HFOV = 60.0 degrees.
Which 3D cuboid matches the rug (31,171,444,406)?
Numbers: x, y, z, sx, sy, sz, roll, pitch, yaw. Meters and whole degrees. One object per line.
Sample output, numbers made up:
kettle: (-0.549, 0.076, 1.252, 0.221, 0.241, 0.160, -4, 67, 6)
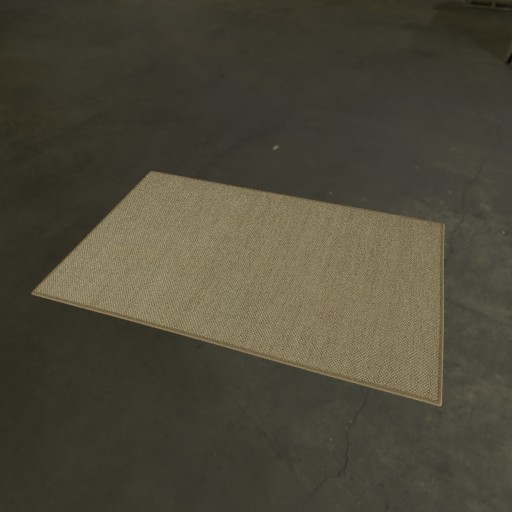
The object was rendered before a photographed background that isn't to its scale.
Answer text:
rug: (0.000, 0.000, 2.062, 1.667, 0.013, 1.062, 12, 43, 14)
